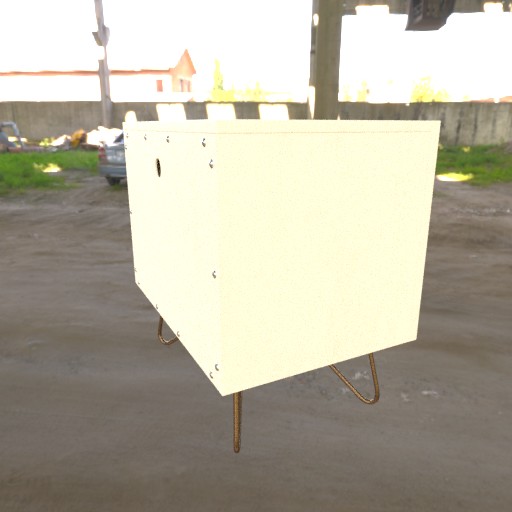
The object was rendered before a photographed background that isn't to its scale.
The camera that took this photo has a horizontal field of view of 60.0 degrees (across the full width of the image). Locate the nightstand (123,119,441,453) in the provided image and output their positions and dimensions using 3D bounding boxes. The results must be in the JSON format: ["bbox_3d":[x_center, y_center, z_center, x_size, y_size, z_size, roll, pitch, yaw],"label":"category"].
[{"bbox_3d":[0.000,0.000,1.041,0.447,0.604,0.614,-8,18,-26],"label":"nightstand"}]
